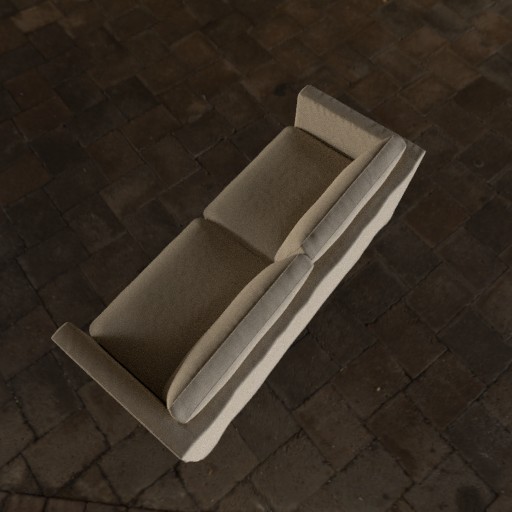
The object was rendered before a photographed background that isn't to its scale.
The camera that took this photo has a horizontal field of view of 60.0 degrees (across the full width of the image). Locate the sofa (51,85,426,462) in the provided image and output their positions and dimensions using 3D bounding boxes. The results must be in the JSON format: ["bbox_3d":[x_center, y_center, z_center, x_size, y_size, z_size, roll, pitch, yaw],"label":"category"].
[{"bbox_3d":[0.000,0.000,2.771,0.956,0.847,2.296,36,69,16],"label":"sofa"}]
